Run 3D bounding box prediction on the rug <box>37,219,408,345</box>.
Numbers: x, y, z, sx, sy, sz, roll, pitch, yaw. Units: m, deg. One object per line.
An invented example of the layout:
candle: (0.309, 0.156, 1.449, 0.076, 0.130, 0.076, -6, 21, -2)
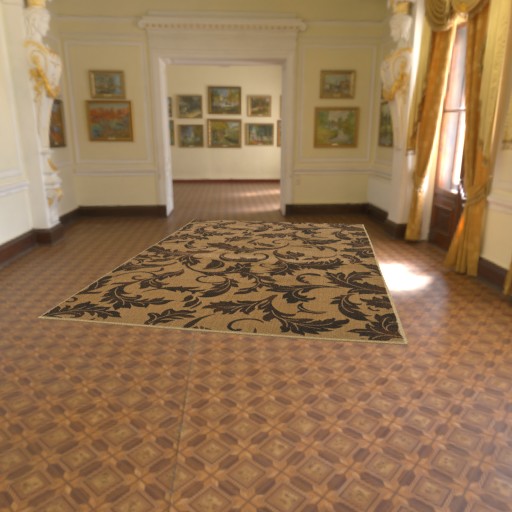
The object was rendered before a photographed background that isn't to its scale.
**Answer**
rug: (0.000, 0.000, 2.837, 1.522, 0.008, 2.284, 2, 16, 9)
